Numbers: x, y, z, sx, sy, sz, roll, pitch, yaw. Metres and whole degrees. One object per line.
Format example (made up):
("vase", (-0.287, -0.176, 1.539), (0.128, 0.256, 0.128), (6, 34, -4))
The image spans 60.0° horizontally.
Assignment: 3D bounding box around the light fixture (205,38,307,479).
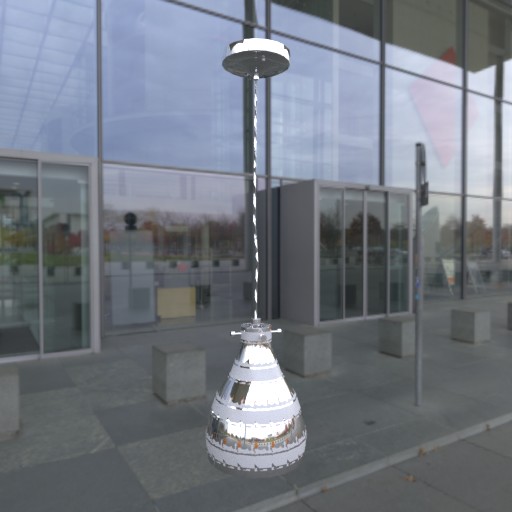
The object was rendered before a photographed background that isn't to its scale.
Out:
("light fixture", (0.000, 0.000, 1.619), (0.374, 1.457, 0.374), (0, 1, -17))
